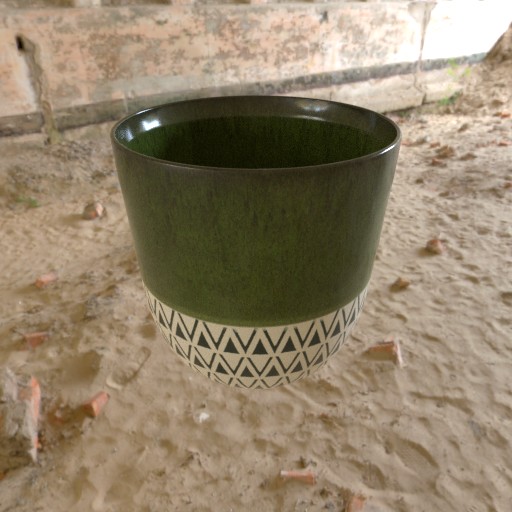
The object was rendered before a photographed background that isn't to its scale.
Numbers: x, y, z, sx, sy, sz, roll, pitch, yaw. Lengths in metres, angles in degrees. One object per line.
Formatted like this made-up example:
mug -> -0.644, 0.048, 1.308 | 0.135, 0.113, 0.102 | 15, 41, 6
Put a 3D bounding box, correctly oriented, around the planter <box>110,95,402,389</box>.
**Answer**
planter -> 0.000, 0.000, 0.454 | 0.245, 0.270, 0.245 | 0, 31, 0
